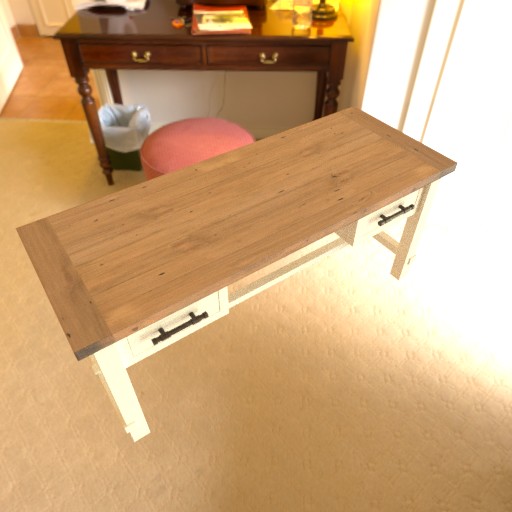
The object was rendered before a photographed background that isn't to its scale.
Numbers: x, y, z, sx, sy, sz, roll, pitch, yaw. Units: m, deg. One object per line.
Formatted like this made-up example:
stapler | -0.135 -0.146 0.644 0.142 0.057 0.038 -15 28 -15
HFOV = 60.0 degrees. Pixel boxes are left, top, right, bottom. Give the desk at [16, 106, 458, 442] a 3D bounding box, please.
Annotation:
desk | 0.000 0.000 2.160 1.803 0.762 0.688 -26 50 -24
